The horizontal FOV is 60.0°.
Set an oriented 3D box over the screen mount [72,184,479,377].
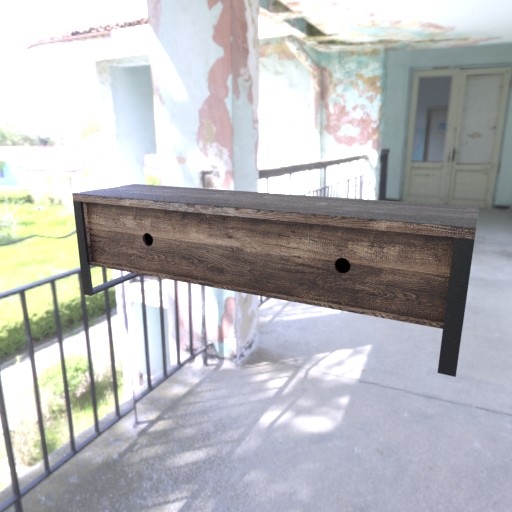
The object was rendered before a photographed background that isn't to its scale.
[{"bbox_3d":[0.000,0.000,1.751,1.524,0.450,0.395,8,18,26],"label":"screen mount"}]
